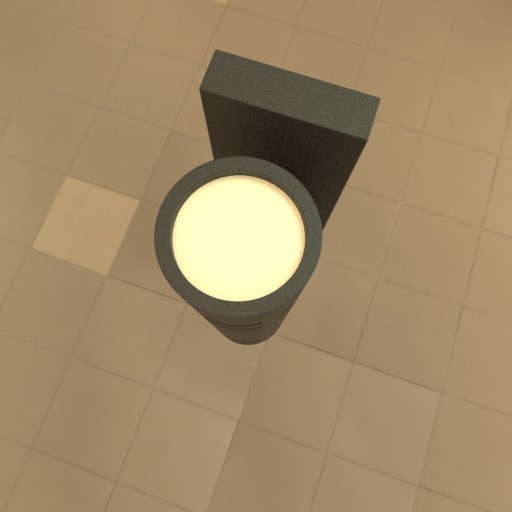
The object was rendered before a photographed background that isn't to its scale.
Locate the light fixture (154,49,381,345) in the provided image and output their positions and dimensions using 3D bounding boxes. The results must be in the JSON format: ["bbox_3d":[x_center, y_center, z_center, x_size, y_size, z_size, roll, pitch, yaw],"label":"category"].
[{"bbox_3d":[0.000,0.000,0.405,0.105,0.330,0.149,18,77,4],"label":"light fixture"}]
